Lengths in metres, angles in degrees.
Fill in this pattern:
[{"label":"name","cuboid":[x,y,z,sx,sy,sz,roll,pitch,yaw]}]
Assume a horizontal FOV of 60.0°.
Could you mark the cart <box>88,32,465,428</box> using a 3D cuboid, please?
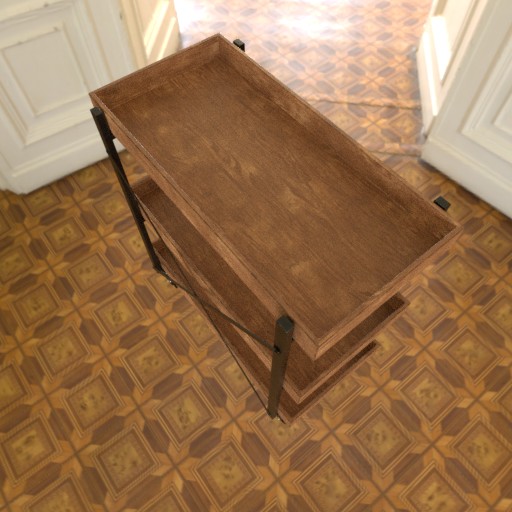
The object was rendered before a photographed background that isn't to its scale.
[{"label":"cart","cuboid":[0.000,0.000,1.232,0.411,0.800,0.750,-35,65,-19]}]
